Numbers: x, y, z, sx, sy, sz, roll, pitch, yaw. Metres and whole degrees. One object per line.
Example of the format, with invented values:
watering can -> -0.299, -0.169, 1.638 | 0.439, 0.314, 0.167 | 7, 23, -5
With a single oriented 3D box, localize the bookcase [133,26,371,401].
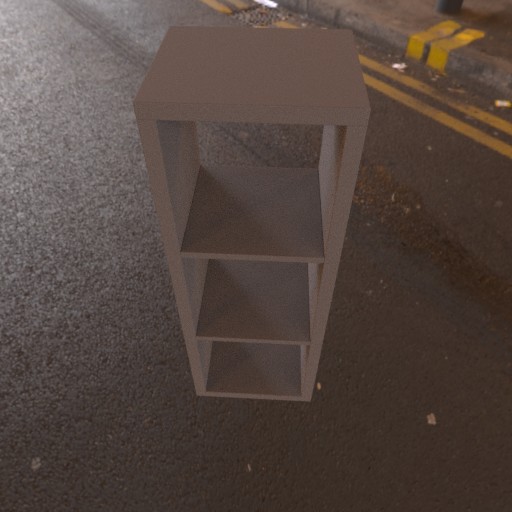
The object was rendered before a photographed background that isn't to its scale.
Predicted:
bookcase -> 0.000, 0.000, 1.230 | 0.390, 1.080, 0.330 | 2, 47, 2
